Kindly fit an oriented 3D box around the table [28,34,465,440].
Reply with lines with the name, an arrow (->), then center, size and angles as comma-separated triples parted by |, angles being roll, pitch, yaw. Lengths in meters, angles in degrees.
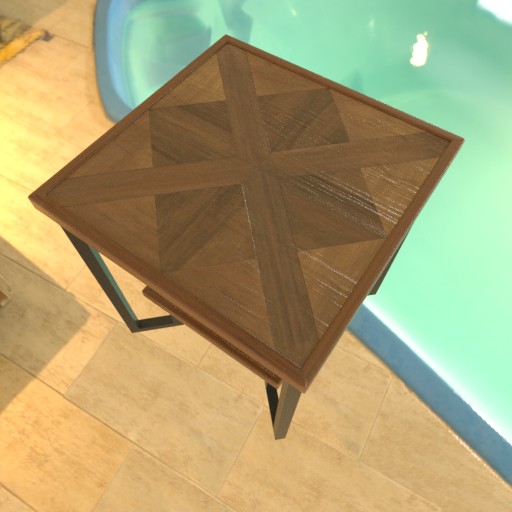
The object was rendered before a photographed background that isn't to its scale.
table -> 0.000, 0.000, 0.949 | 0.503, 0.563, 0.503 | 31, 64, 17
